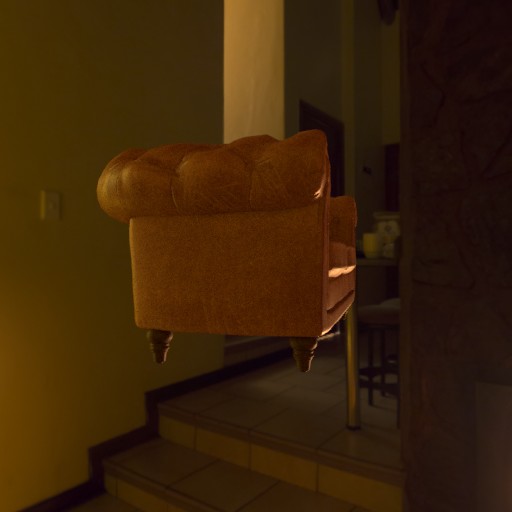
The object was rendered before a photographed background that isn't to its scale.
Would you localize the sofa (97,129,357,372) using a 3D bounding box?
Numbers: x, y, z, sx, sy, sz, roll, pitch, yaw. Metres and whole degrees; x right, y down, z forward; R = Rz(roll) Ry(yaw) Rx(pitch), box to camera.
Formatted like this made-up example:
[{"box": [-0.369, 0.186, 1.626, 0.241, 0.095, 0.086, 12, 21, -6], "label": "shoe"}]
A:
[{"box": [0.000, 0.000, 2.491, 1.042, 0.877, 1.979, 0, -1, 16], "label": "sofa"}]
